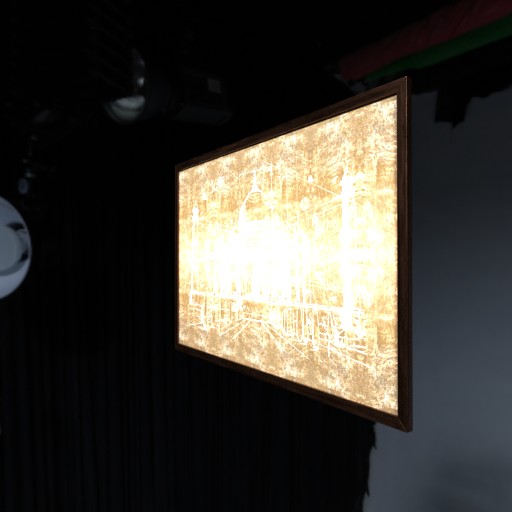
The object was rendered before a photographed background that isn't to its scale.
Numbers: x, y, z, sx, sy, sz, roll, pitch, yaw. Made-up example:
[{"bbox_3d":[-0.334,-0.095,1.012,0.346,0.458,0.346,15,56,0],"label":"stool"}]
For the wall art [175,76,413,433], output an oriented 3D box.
[{"bbox_3d":[0.000,0.000,1.026,0.014,0.559,0.816,0,-1,-36],"label":"wall art"}]
